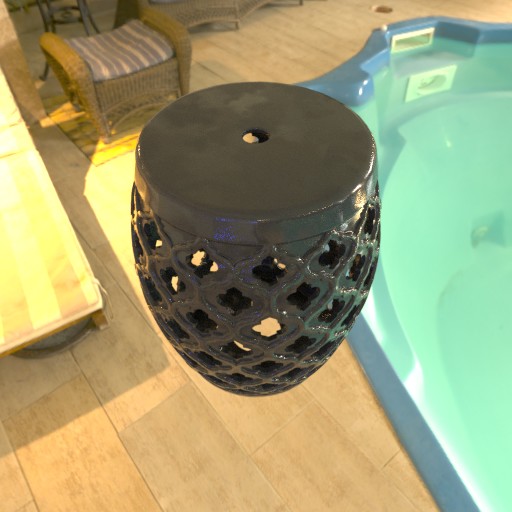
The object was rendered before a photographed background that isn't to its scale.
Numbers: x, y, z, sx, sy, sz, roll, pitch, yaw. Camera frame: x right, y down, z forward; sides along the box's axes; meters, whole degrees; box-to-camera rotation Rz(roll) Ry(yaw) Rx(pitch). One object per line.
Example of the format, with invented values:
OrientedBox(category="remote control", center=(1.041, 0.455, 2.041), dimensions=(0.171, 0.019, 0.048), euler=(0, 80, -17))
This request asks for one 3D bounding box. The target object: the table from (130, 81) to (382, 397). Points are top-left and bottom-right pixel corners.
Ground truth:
OrientedBox(category="table", center=(0.000, 0.000, 0.623), dimensions=(0.325, 0.388, 0.325), euler=(0, 48, 0))
